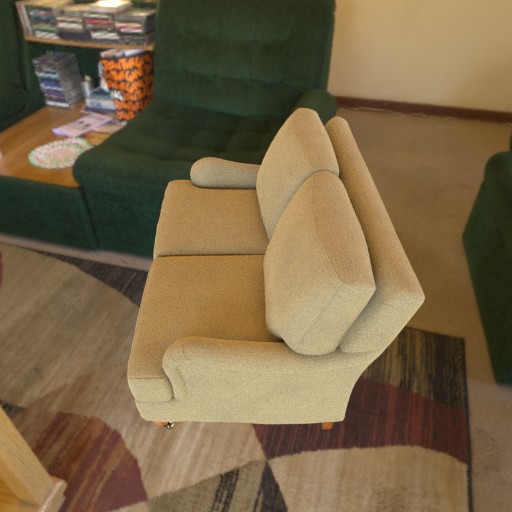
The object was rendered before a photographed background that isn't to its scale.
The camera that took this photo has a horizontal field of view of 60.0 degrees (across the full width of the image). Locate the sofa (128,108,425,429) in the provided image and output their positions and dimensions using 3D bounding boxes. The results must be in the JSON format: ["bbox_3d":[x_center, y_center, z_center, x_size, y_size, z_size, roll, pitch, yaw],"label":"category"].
[{"bbox_3d":[0.000,0.000,2.246,1.087,0.999,1.480,-1,41,-2],"label":"sofa"}]
